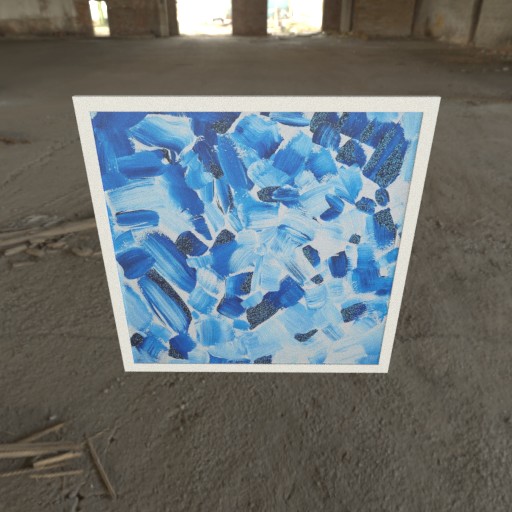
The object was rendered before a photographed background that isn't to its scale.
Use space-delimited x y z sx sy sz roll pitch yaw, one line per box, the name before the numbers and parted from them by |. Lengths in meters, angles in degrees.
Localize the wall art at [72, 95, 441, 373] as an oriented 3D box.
wall art | 0.000 0.000 0.961 0.660 0.660 0.015 0 29 0
